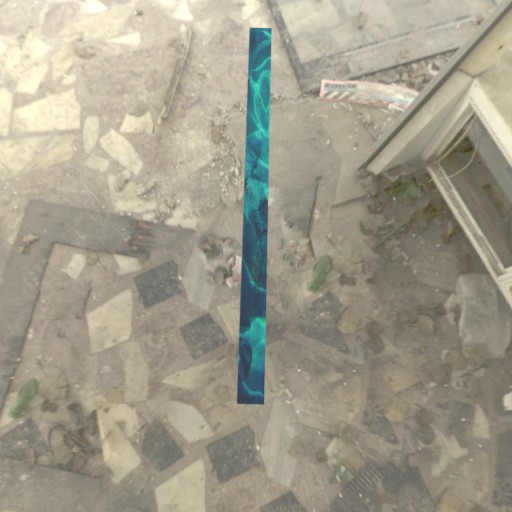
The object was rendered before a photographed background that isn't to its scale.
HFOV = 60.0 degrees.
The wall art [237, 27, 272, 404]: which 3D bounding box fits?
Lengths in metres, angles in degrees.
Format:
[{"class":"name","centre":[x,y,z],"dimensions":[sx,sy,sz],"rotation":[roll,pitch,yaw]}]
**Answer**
[{"class":"wall art","centre":[0.000,0.000,1.048],"dimensions":[0.038,0.760,0.609],"rotation":[1,76,0]}]
